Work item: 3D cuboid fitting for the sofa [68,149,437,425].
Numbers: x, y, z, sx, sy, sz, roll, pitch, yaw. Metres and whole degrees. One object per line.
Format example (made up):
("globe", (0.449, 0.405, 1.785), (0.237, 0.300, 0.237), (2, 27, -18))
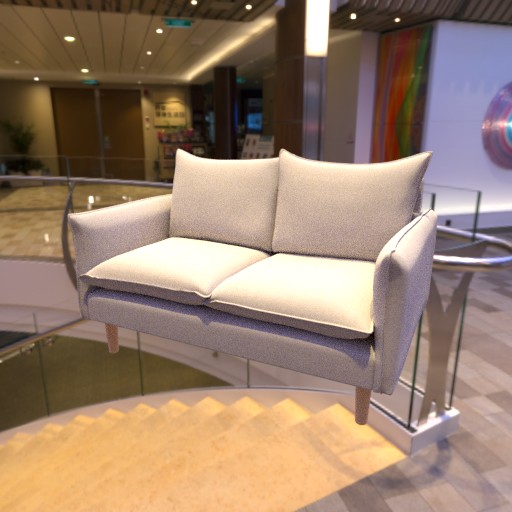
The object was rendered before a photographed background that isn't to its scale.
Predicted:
("sofa", (0.000, 0.000, 1.823), (1.300, 0.840, 0.820), (8, 18, 26))
